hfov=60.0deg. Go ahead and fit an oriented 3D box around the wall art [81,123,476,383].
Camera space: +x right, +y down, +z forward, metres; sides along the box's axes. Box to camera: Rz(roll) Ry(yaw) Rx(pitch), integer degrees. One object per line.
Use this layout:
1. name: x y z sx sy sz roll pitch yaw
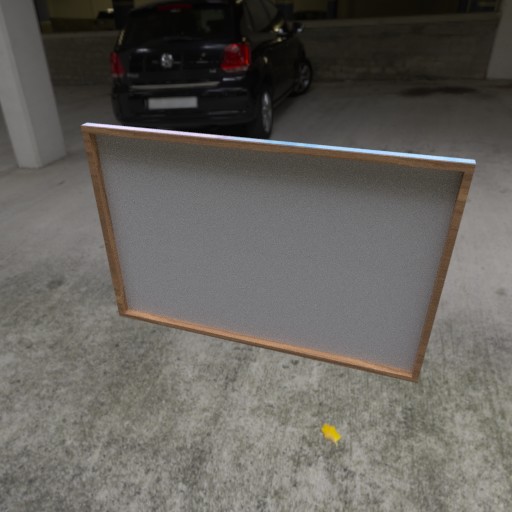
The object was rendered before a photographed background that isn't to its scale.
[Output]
1. wall art: 0.000 0.000 0.764 0.604 0.402 0.018 10 33 15
